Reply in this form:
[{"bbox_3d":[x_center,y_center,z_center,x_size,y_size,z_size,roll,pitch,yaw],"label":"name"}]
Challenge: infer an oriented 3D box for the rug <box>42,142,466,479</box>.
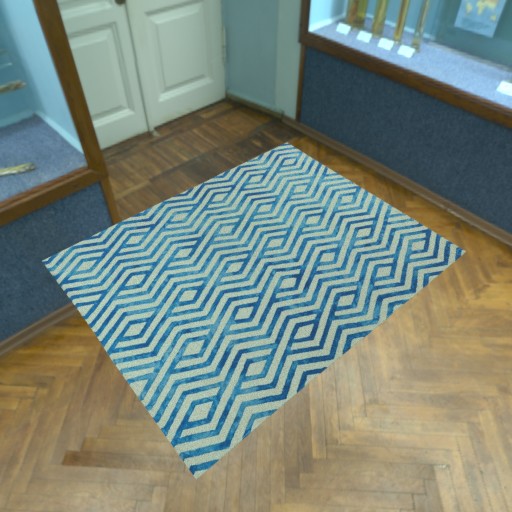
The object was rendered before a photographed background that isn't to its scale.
[{"bbox_3d":[0.000,0.000,4.088,3.059,0.008,2.453,-32,54,-27],"label":"rug"}]
